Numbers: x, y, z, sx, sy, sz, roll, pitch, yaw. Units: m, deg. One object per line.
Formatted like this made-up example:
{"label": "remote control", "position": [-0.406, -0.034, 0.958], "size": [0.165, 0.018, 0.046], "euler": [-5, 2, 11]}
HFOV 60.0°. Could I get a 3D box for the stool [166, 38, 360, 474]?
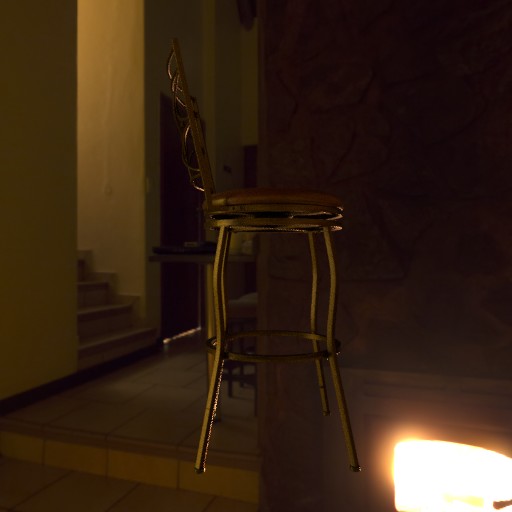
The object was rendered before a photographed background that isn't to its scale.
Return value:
{"label": "stool", "position": [0.000, 0.000, 1.354], "size": [0.534, 1.117, 0.434], "euler": [0, 0, -1]}
